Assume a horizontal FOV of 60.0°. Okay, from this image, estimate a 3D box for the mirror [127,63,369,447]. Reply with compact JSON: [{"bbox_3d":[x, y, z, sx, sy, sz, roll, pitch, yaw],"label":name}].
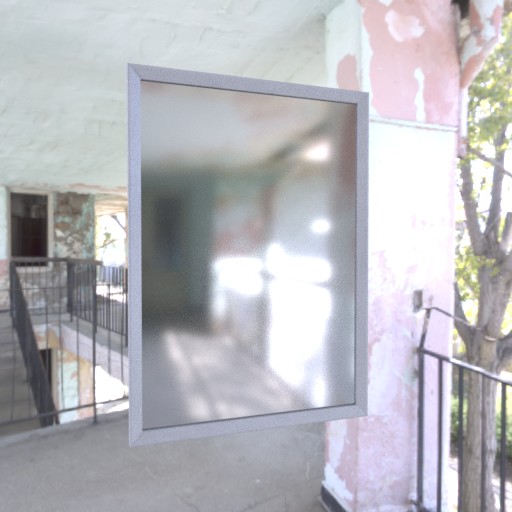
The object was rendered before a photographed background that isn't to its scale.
[{"bbox_3d":[0.000,0.000,0.914,0.507,0.710,0.039,0,1,-18],"label":"mirror"}]
